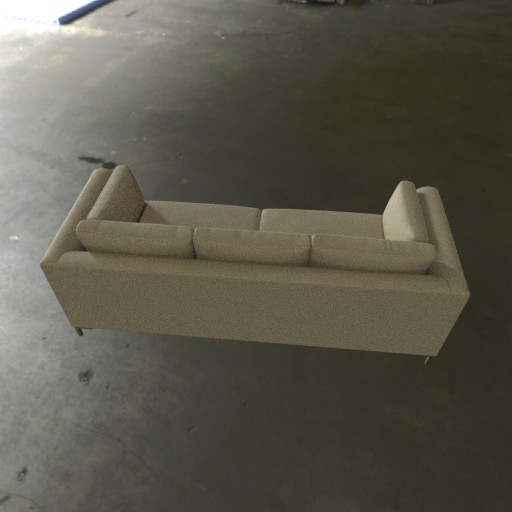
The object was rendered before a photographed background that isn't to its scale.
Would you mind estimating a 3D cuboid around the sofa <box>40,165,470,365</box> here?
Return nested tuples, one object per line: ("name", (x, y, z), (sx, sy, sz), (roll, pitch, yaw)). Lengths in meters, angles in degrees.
("sofa", (0.000, 0.000, 3.016), (2.415, 0.867, 0.969), (4, 47, 4))
